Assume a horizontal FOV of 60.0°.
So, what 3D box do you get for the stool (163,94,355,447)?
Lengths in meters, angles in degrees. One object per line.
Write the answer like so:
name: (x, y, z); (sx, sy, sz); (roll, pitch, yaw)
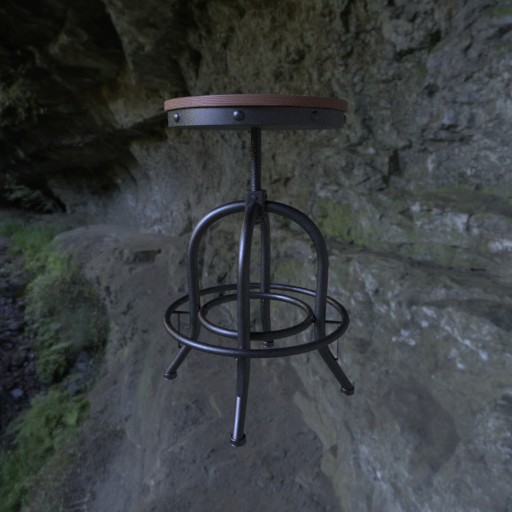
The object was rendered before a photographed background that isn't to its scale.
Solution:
stool: (0.000, 0.000, 0.934); (0.439, 0.609, 0.439); (2, 14, 9)
